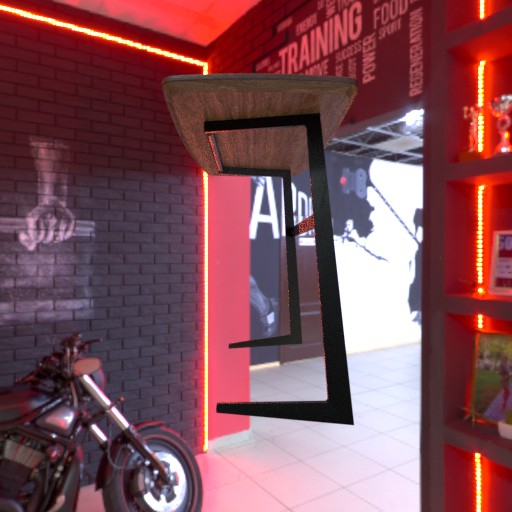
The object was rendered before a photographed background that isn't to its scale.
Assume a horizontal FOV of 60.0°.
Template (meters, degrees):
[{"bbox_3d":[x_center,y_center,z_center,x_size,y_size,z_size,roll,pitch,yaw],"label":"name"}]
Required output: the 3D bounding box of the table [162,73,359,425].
[{"bbox_3d":[0.000,0.000,1.101,0.361,0.576,0.804,0,0,-1],"label":"table"}]
